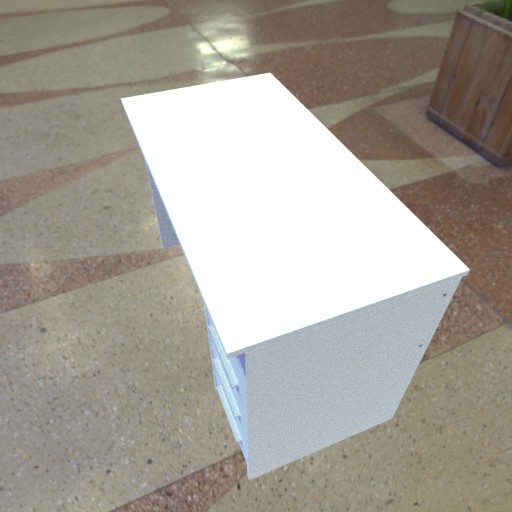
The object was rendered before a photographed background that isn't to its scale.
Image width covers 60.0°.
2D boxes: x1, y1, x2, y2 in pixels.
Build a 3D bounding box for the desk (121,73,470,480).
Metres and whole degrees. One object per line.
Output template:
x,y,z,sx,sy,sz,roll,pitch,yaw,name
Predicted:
0.000,0.000,1.504,0.560,0.730,1.096,-16,48,-15,desk
